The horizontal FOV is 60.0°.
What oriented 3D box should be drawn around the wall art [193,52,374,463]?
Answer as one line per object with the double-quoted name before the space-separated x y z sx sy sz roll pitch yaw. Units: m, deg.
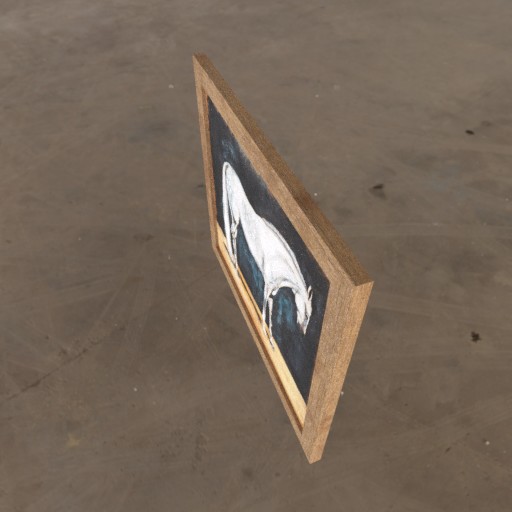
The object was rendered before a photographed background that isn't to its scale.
"wall art" 0.000 0.000 0.944 0.026 0.588 0.690 -16 49 -14
